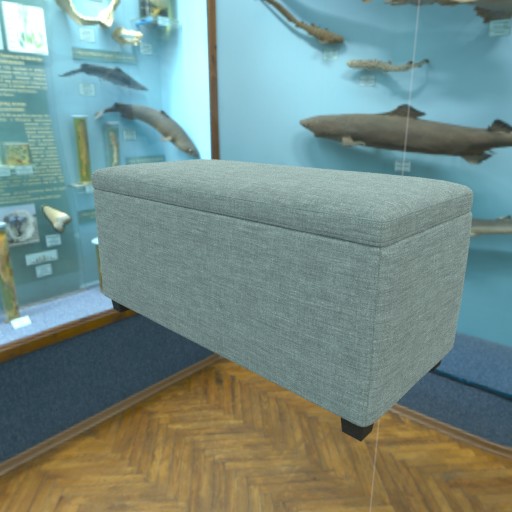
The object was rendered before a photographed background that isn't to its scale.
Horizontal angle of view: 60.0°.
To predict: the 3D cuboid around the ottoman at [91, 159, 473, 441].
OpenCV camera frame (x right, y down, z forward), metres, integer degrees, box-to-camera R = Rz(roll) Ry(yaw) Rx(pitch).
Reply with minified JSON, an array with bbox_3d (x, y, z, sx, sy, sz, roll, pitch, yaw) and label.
[{"bbox_3d":[0.000,0.000,1.119,0.902,0.432,0.419,15,23,41],"label":"ottoman"}]
